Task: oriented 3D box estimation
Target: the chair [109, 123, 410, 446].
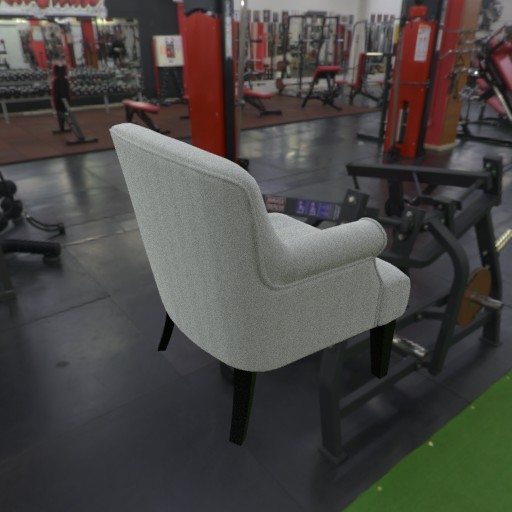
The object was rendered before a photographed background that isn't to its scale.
[{"bbox_3d":[0.000,0.000,1.482,0.750,0.875,0.781,-17,31,-31],"label":"chair"}]
